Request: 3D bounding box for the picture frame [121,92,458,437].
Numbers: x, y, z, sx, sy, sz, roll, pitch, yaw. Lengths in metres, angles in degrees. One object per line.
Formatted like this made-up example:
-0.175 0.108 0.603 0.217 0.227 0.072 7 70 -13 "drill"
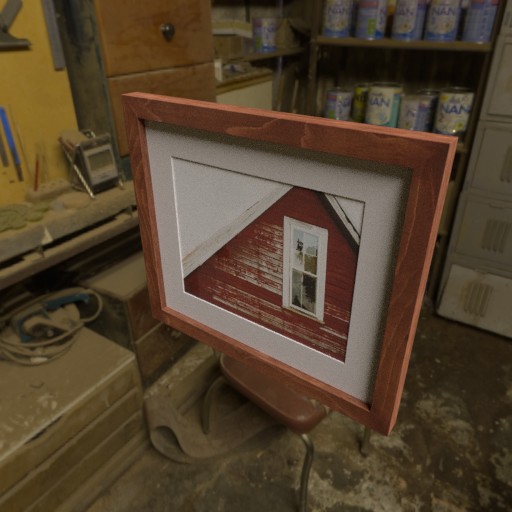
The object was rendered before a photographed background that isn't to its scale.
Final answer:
0.000 0.000 0.523 0.381 0.330 0.025 19 34 31 "picture frame"
